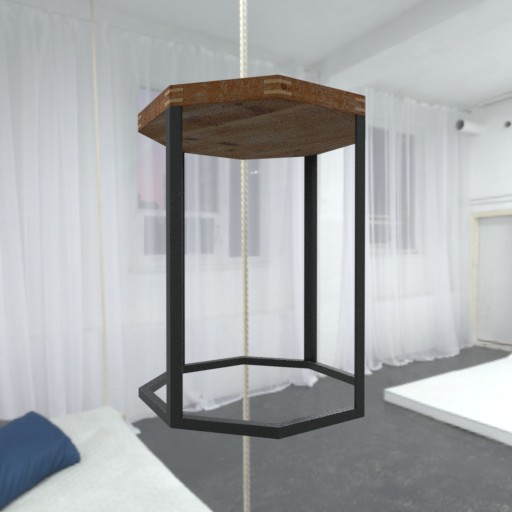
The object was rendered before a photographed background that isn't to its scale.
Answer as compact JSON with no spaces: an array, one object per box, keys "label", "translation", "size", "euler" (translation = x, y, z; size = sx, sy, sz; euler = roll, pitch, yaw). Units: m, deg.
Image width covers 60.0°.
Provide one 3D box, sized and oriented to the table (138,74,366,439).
[{"label":"table","translation":[0.000,0.000,0.886],"size":[0.458,0.543,0.458],"euler":[0,1,36]}]
